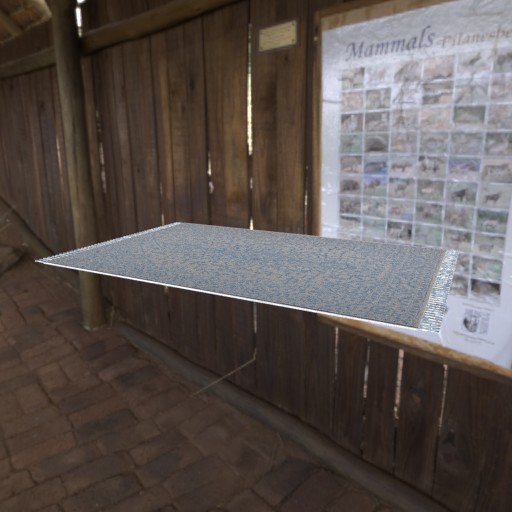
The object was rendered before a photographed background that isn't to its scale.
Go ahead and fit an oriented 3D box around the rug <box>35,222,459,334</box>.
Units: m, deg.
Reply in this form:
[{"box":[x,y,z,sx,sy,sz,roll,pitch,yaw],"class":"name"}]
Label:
[{"box":[0.000,0.000,2.993,2.438,0.010,1.524,7,17,26],"class":"rug"}]
